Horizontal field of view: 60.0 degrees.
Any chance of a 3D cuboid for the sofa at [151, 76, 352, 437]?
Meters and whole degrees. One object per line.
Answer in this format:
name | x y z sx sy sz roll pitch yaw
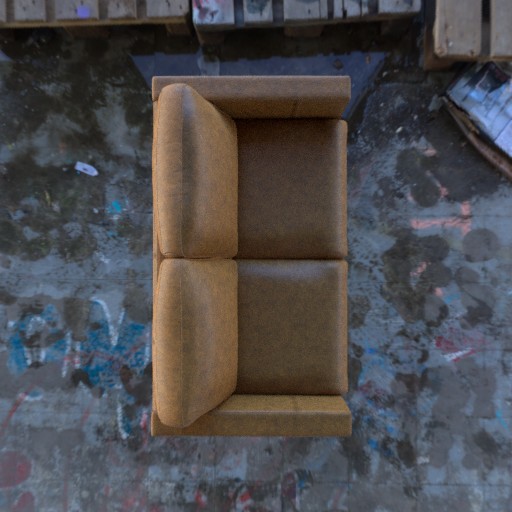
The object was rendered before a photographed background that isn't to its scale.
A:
sofa | 0.000 0.000 2.138 0.909 0.951 1.578 0 89 0
